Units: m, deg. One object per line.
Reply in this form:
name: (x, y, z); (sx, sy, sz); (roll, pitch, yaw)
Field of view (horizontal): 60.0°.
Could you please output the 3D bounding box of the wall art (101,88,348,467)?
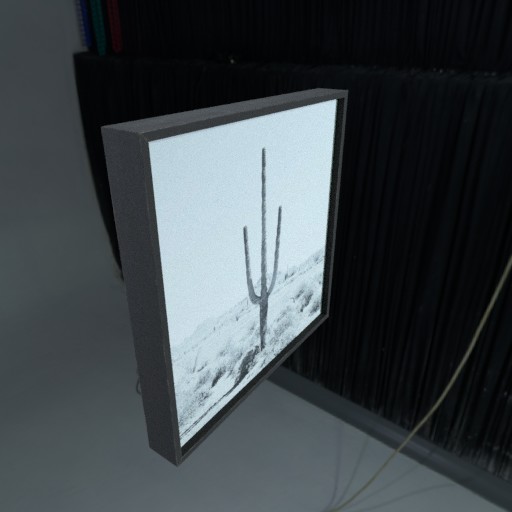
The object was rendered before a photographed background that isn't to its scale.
wall art: (0.000, 0.000, 0.466); (0.038, 0.305, 0.305); (17, 31, 31)
